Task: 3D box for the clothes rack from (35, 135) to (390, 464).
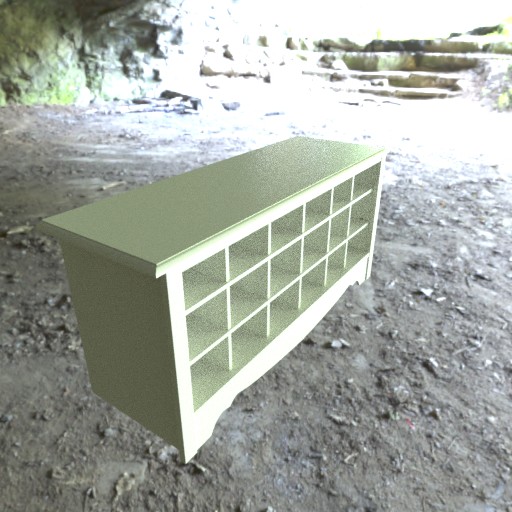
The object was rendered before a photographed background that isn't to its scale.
[{"bbox_3d":[0.000,0.000,1.495,0.405,0.558,1.218,18,32,31],"label":"clothes rack"}]
